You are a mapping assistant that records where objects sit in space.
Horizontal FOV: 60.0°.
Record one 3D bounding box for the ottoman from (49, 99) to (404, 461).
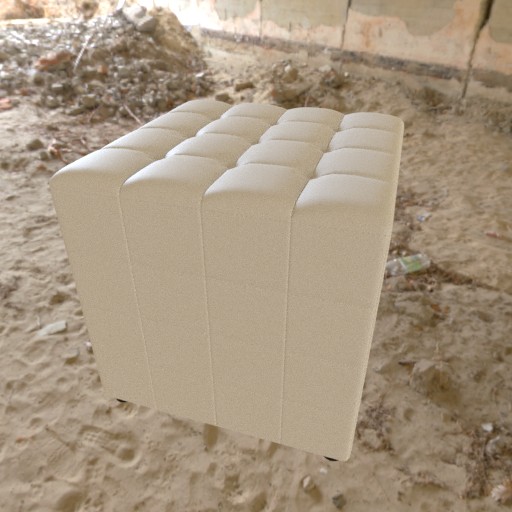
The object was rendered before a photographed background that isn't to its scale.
[{"bbox_3d":[0.000,0.000,0.781,0.425,0.432,0.425,10,33,15],"label":"ottoman"}]
